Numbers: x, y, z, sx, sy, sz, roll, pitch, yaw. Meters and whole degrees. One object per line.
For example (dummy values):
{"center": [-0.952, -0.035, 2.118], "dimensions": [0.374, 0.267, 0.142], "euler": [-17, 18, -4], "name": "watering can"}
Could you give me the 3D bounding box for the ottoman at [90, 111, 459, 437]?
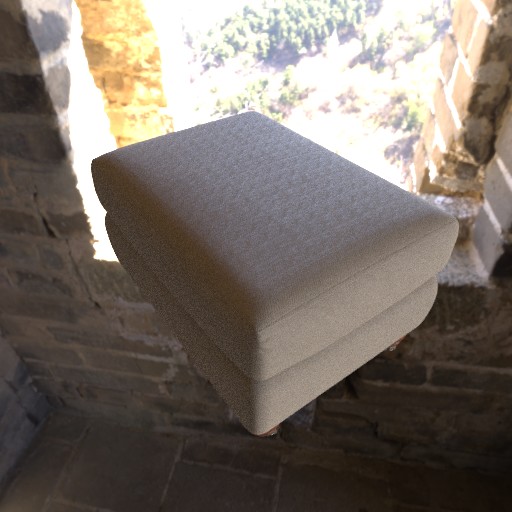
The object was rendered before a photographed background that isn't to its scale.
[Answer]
{"center": [0.000, 0.000, 1.175], "dimensions": [0.569, 0.504, 0.773], "euler": [-25, 46, -27], "name": "ottoman"}
